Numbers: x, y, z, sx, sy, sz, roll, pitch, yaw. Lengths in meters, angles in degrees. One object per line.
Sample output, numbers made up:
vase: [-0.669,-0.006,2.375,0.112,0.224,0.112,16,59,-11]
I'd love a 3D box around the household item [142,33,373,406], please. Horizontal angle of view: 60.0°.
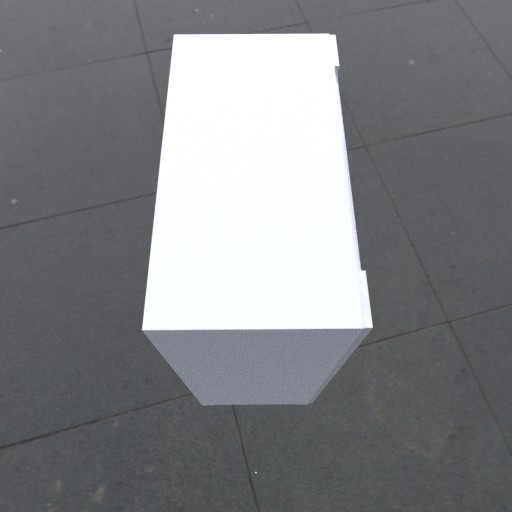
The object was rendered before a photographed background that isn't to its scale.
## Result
household item: [0.000,0.000,1.431,0.420,1.010,0.790,0,64,0]
